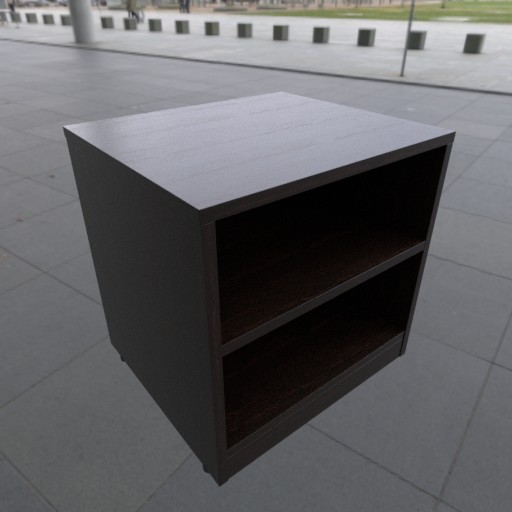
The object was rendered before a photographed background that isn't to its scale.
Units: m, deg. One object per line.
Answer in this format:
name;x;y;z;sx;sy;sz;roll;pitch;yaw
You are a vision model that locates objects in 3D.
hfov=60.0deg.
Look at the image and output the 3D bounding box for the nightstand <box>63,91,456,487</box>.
nightstand;0.000;0.000;0.853;0.489;0.487;0.427;-22;37;-32
